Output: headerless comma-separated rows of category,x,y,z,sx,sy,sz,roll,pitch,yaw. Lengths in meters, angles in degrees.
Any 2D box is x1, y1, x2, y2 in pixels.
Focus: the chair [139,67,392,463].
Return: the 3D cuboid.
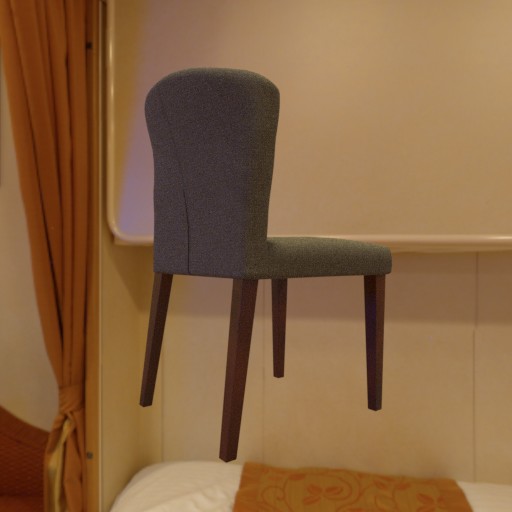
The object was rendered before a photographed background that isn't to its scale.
chair,0.000,0.000,1.221,0.589,0.839,0.491,0,0,-37
